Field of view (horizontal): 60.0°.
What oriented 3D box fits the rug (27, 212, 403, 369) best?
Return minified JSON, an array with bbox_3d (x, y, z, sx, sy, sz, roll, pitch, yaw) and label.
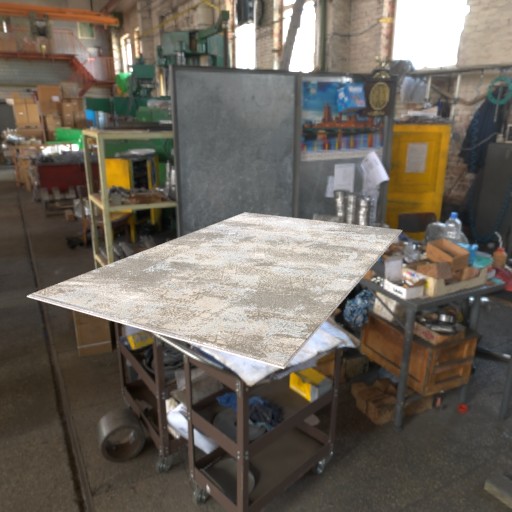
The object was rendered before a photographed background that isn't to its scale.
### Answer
[{"bbox_3d":[0.000,0.000,3.091,1.536,0.012,2.431,9,20,26],"label":"rug"}]
